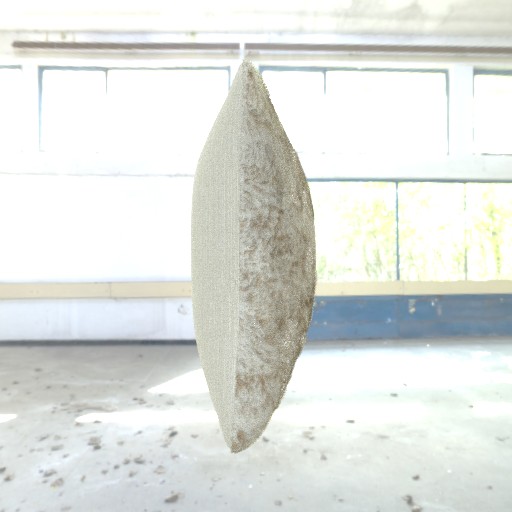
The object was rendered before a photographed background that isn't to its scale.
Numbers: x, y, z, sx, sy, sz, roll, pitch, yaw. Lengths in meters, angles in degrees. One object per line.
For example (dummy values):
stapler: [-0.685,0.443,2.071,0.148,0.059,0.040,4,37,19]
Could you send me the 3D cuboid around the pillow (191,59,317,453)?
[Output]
pillow: [0.000,0.000,0.831,0.216,0.525,0.538,0,0,-1]
